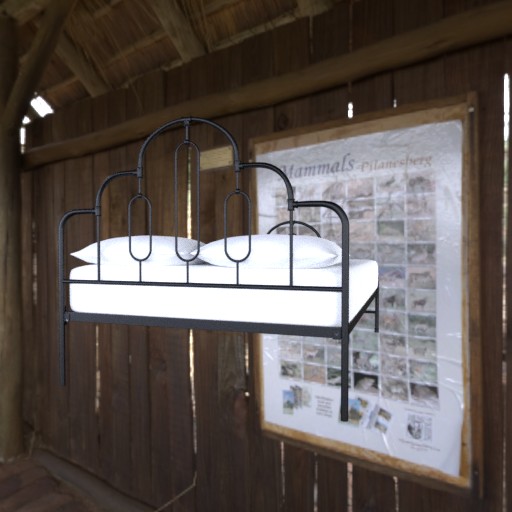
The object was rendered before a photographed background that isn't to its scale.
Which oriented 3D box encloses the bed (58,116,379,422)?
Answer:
[{"bbox_3d":[0.000,0.000,3.263,1.626,1.444,2.181,0,1,19],"label":"bed"}]
